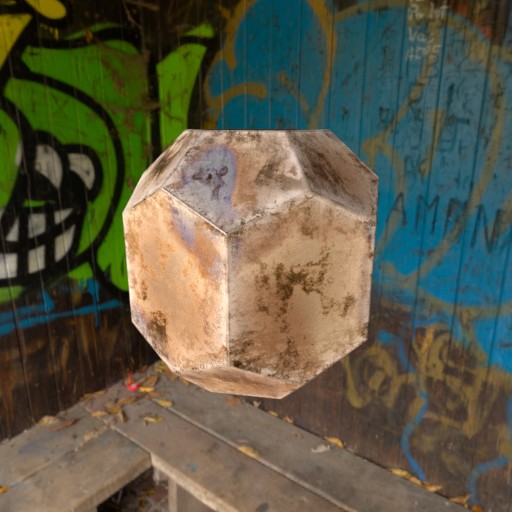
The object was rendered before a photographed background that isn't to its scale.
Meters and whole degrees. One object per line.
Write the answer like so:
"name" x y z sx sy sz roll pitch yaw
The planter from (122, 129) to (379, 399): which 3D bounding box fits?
"planter" 0.000 0.000 0.433 0.221 0.238 0.243 3 17 9
